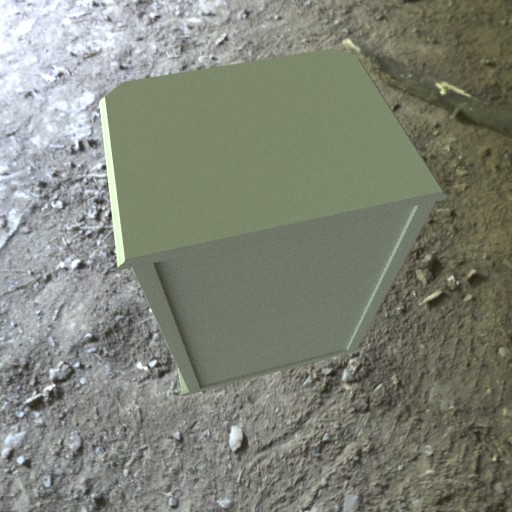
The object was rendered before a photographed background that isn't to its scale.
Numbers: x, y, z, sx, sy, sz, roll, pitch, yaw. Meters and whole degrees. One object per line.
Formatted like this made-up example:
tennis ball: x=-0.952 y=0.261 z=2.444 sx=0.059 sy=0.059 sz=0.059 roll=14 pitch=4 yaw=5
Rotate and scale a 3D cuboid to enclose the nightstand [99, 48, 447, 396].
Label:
nightstand: x=0.000 y=0.000 z=0.927 sx=0.435 sy=0.681 sz=0.351 roll=-13 pitch=58 yaw=-8
